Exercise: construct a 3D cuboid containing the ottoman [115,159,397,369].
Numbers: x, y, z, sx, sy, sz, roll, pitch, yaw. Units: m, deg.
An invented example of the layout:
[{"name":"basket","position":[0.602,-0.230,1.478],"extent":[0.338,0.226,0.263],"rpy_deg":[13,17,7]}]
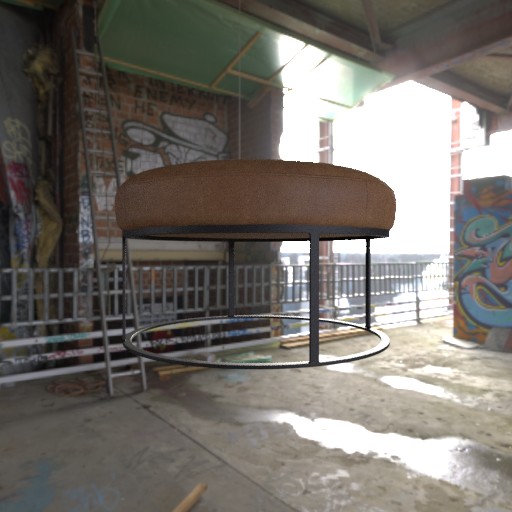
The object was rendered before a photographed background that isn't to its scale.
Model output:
[{"name":"ottoman","position":[0.000,0.000,1.272],"extent":[0.771,0.460,0.771],"rpy_deg":[0,0,0]}]
